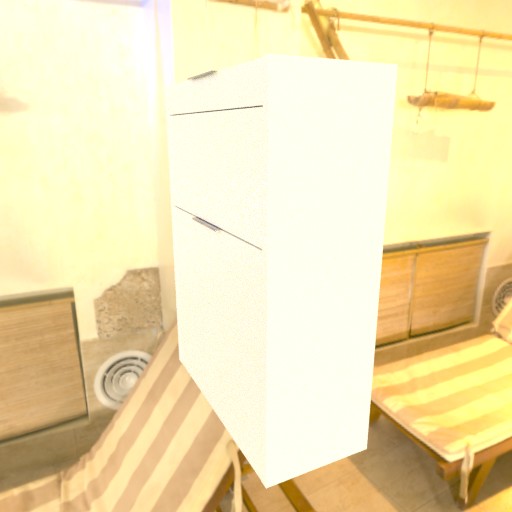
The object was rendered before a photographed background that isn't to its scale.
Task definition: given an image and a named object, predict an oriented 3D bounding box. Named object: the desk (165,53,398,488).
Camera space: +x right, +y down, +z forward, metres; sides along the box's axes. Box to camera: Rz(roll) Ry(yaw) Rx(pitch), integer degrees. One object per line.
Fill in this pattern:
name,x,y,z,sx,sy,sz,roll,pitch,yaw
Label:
desk,0.000,0.000,1.583,0.390,1.190,0.850,-8,18,-25
